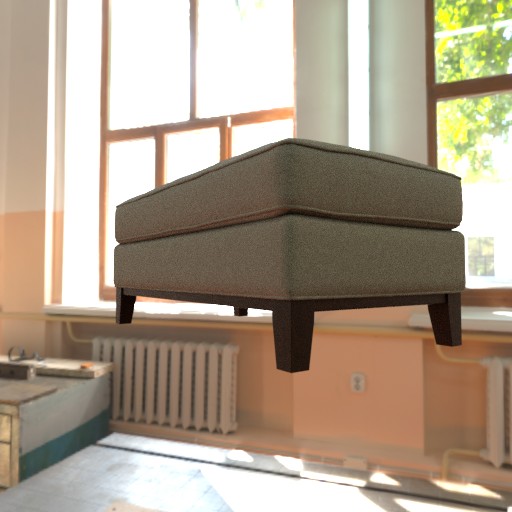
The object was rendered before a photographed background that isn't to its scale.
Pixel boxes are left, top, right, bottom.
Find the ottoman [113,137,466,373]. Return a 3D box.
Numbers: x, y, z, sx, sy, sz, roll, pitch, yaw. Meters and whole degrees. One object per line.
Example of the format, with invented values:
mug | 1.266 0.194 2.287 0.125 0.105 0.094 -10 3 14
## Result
ottoman | 0.000 0.000 1.490 0.648 0.508 1.143 2 -3 -35
